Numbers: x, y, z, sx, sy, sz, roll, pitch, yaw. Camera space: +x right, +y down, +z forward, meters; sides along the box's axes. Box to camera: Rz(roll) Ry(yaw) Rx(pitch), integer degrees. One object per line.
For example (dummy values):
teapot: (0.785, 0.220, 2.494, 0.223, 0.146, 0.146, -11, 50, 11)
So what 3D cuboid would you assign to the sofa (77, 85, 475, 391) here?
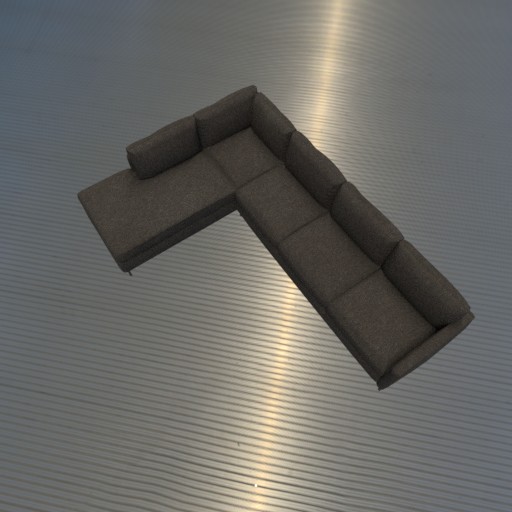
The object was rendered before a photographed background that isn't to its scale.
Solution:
sofa: (0.000, 0.000, 3.763, 2.007, 0.815, 2.949, -32, 67, -15)
